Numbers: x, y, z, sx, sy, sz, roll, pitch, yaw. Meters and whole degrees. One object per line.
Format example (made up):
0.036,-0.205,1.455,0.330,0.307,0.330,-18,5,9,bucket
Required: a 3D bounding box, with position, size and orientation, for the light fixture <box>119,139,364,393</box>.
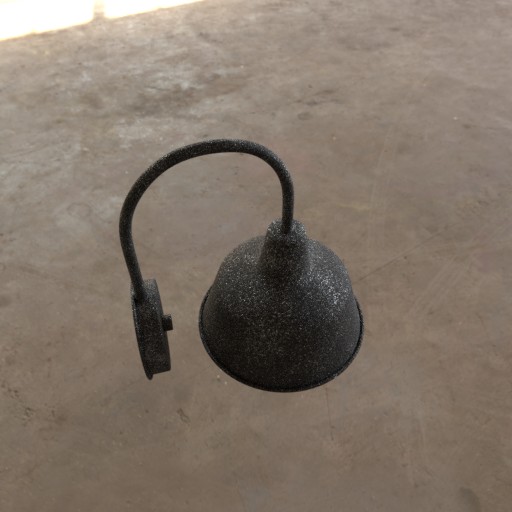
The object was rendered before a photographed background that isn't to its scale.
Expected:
0.000,0.000,0.489,0.283,0.300,0.216,-10,47,-10,light fixture
